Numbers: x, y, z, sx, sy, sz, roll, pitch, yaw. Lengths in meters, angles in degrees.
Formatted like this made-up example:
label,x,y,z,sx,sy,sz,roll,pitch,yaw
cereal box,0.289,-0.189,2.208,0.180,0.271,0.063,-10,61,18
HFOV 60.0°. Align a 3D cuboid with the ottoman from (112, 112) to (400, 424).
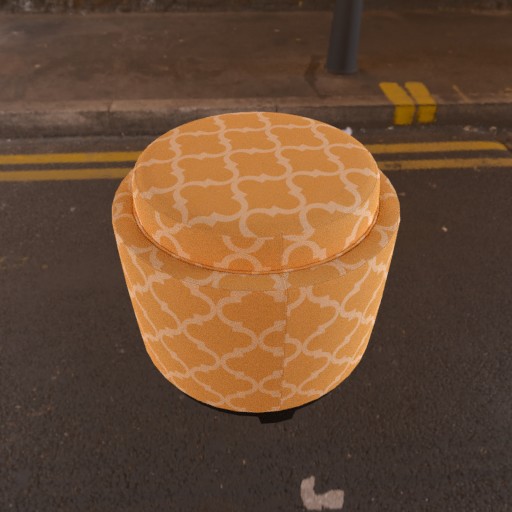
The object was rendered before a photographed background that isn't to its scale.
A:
label,x,y,z,sx,sy,sz,roll,pitch,yaw
ottoman,0.000,0.000,0.838,0.480,0.429,0.480,0,41,0
